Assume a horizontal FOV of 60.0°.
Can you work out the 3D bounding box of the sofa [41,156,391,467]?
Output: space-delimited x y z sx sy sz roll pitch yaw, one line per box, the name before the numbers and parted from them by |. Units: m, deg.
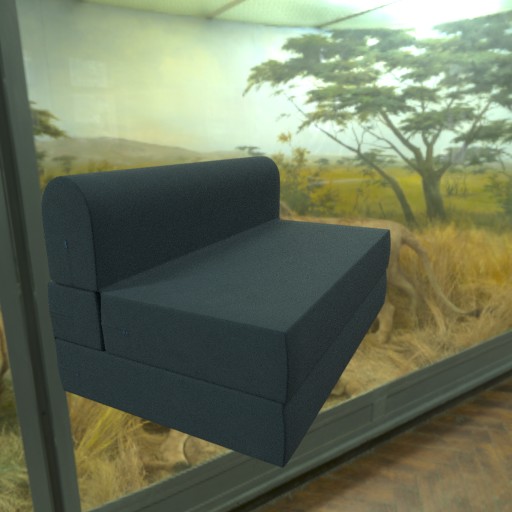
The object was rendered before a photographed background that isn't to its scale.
sofa | 0.000 0.000 1.633 0.762 0.660 1.219 8 17 26
